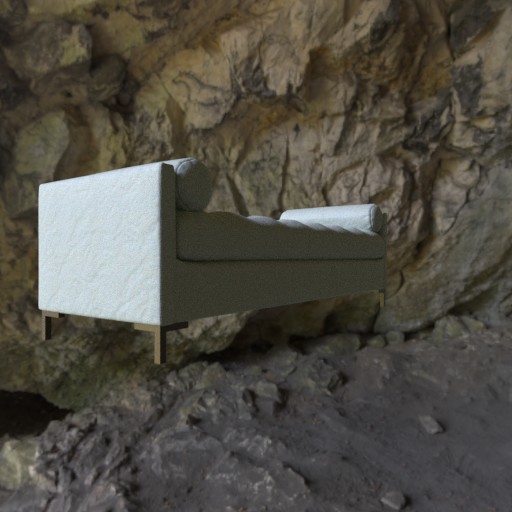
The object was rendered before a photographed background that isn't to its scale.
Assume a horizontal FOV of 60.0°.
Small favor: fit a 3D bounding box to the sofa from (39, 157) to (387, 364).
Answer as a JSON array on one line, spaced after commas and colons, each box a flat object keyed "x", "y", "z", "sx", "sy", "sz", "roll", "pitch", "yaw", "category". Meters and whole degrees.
[{"x": 0.000, "y": 0.000, "z": 2.480, "sx": 0.796, "sy": 0.705, "sz": 2.102, "roll": 0, "pitch": 0, "yaw": 36, "category": "sofa"}]
